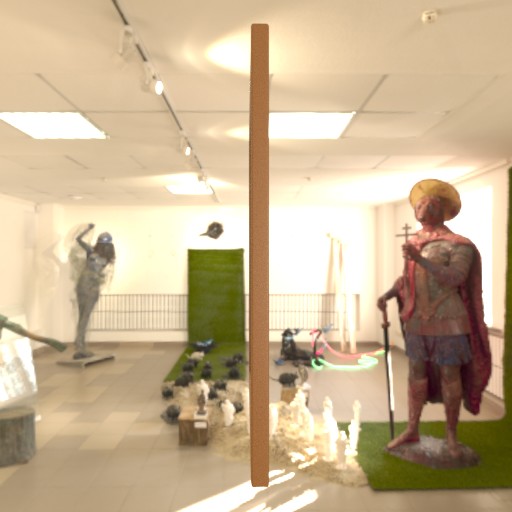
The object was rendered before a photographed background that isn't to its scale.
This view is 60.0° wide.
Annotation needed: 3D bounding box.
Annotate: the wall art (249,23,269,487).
[{"bbox_3d":[0.000,0.000,0.516,0.015,0.379,0.310,0,-1,-1],"label":"wall art"}]
